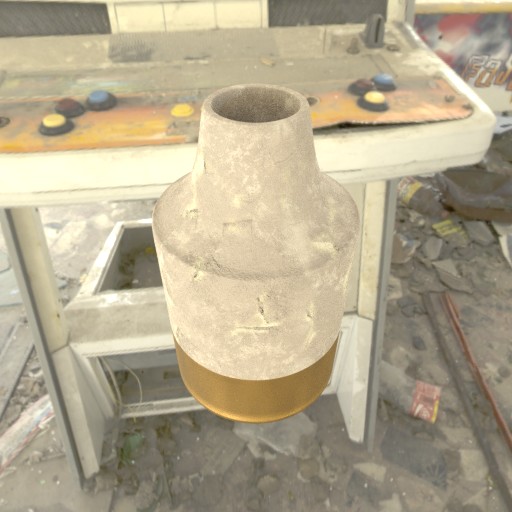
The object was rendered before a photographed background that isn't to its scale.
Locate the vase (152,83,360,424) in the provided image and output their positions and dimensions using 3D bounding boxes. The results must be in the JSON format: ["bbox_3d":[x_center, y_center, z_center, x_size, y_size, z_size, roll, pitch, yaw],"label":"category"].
[{"bbox_3d":[0.000,0.000,0.430,0.184,0.305,0.184,0,41,0],"label":"vase"}]
